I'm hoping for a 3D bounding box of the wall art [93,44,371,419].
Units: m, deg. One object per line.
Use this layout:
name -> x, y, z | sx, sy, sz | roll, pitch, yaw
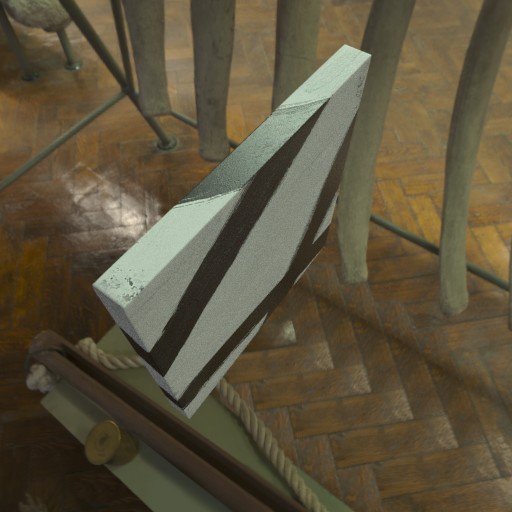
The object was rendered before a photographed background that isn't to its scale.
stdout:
wall art -> 0.000, 0.000, 0.763 | 0.050, 0.508, 0.507 | 32, 63, 18
